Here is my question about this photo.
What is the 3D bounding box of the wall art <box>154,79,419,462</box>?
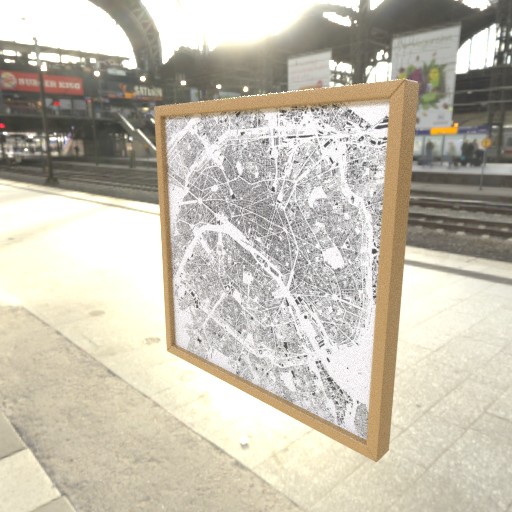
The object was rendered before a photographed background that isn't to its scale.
[{"bbox_3d":[0.000,0.000,0.750,0.509,0.509,0.036,13,19,42],"label":"wall art"}]
